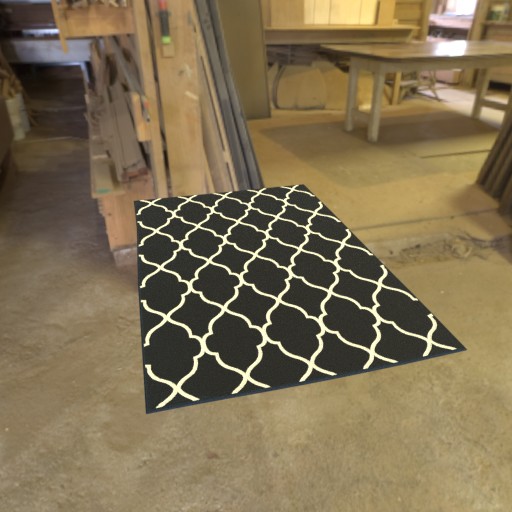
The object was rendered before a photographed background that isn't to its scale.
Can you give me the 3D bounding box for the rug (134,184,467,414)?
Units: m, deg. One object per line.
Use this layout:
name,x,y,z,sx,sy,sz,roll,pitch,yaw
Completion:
rug,0.000,0.000,2.926,1.528,0.014,2.294,-8,31,-13
